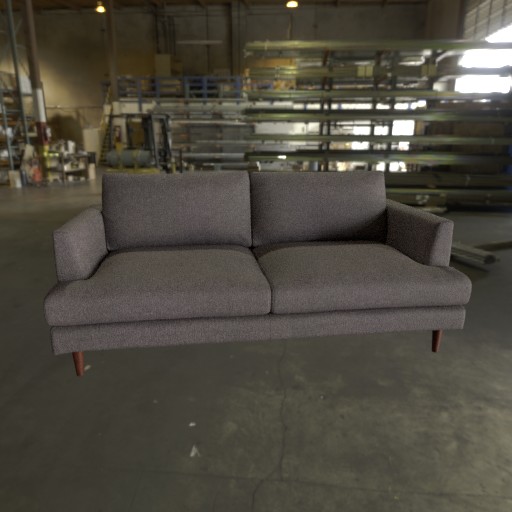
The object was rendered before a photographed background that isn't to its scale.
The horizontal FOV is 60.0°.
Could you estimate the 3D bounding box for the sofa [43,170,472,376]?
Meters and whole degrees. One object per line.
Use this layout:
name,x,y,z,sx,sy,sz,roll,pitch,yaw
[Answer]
sofa,0.000,0.000,2.448,1.948,0.868,1.020,-2,16,-7
